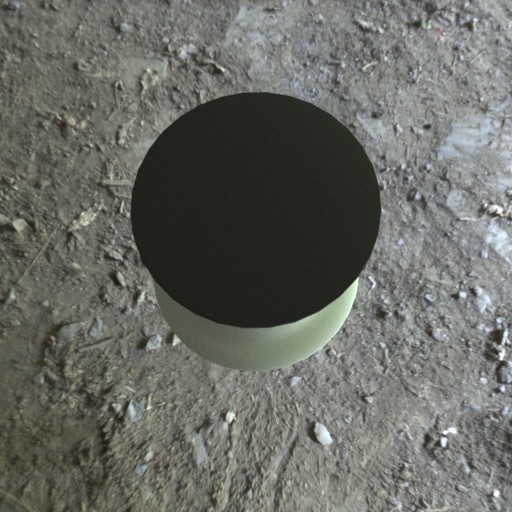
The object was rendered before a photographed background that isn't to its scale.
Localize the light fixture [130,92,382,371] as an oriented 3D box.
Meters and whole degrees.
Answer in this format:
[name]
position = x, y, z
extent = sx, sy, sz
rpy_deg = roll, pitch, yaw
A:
[light fixture]
position = 0.000, 0.000, 0.389
extent = 0.197, 0.254, 0.197
rpy_deg = 0, 75, 0
